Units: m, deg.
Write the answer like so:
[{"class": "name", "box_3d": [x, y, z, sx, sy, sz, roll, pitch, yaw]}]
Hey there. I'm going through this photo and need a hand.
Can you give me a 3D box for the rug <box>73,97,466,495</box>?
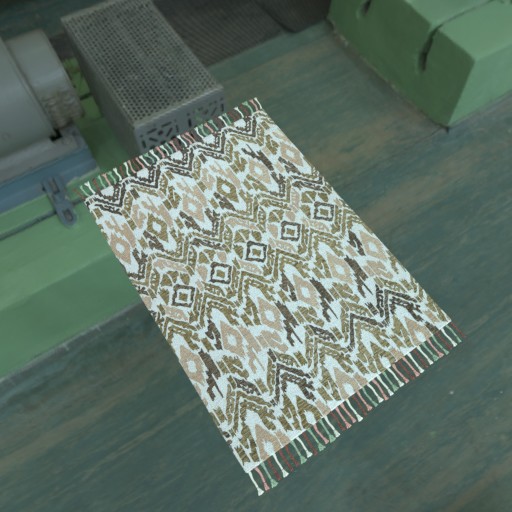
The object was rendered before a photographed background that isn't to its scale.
[{"class": "rug", "box_3d": [0.000, 0.000, 2.273, 1.219, 0.008, 1.829, -31, 68, -14]}]
